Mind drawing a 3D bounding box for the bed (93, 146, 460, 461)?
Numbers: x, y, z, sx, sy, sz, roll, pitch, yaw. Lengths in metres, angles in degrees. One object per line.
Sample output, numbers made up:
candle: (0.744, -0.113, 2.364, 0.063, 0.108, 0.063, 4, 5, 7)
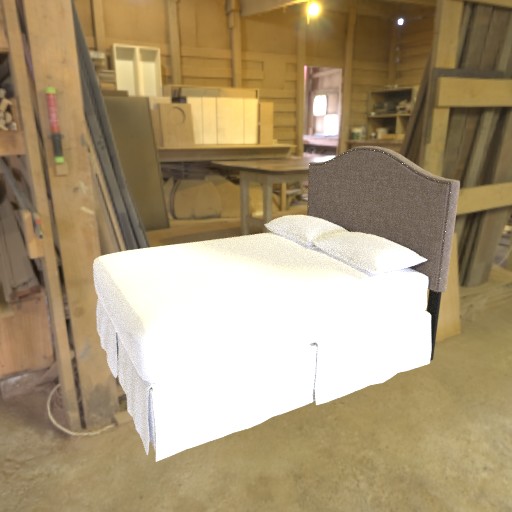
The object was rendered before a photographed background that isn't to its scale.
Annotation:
bed: (0.000, 0.000, 3.245, 2.153, 1.518, 1.713, -9, 19, -27)
